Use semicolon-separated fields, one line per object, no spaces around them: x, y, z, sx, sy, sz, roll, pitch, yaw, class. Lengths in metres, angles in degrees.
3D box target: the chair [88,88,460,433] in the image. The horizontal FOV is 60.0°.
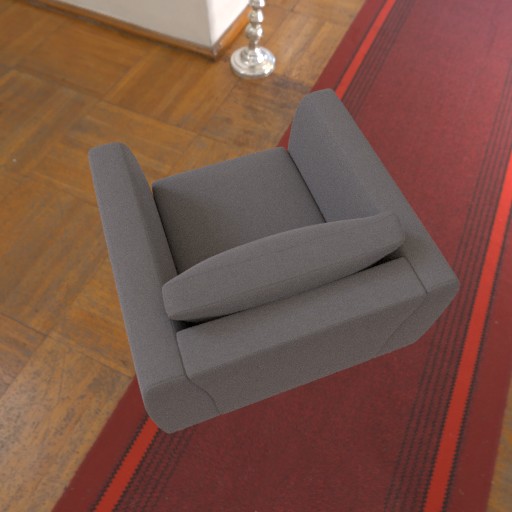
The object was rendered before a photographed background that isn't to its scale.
0.000;0.000;1.661;1.000;0.860;0.930;-17;62;-10;chair
